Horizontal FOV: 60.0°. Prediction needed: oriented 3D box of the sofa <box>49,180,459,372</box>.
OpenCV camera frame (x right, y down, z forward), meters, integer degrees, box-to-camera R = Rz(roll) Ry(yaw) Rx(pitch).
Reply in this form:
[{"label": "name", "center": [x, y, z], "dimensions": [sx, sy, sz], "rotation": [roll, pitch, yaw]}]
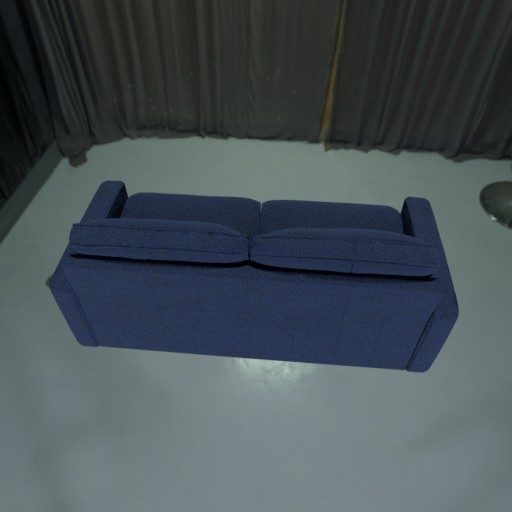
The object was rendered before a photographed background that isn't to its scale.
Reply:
[{"label": "sofa", "center": [0.000, 0.000, 2.593], "dimensions": [2.080, 0.919, 0.940], "rotation": [4, 47, 3]}]
